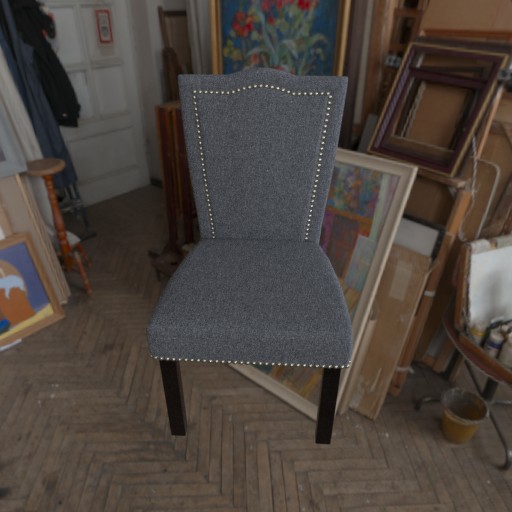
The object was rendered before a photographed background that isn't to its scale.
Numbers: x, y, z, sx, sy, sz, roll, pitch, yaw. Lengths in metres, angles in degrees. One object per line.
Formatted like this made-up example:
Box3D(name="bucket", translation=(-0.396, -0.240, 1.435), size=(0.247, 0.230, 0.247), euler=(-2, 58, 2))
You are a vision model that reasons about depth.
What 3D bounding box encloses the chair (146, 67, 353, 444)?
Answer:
Box3D(name="chair", translation=(0.000, 0.000, 1.293), size=(0.518, 0.946, 0.589), euler=(2, 31, 3))
